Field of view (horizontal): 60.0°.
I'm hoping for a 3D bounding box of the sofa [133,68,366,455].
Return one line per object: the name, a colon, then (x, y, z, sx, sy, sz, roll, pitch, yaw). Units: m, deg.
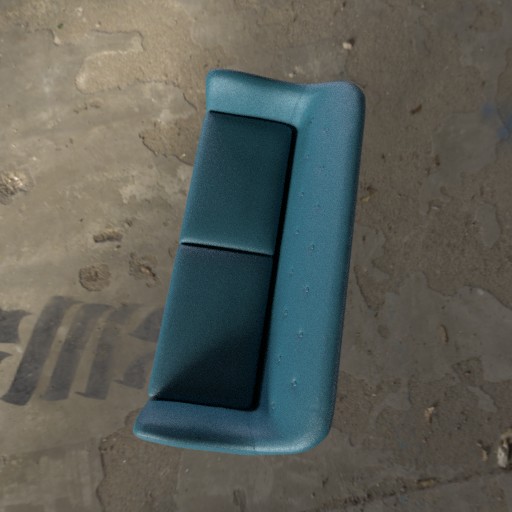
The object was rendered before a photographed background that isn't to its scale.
sofa: (0.000, 0.000, 2.253, 0.820, 0.836, 1.840, 8, 76, 2)
